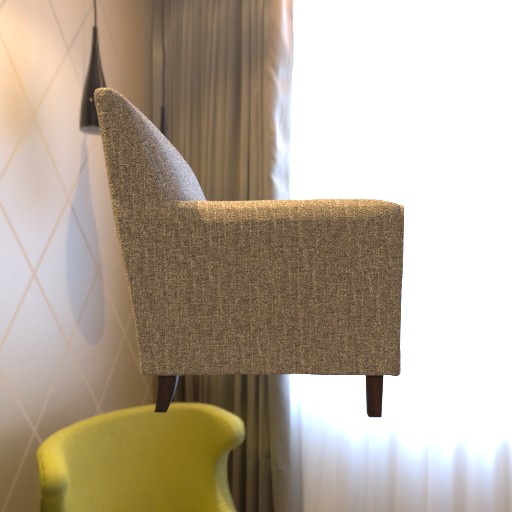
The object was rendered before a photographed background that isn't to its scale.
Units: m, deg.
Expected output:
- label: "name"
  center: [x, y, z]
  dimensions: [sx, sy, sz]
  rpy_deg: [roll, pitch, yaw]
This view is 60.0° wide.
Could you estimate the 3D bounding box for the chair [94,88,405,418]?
- label: "chair"
  center: [0.000, 0.000, 1.621]
  dimensions: [0.873, 0.928, 0.864]
  rpy_deg: [0, 1, 1]
